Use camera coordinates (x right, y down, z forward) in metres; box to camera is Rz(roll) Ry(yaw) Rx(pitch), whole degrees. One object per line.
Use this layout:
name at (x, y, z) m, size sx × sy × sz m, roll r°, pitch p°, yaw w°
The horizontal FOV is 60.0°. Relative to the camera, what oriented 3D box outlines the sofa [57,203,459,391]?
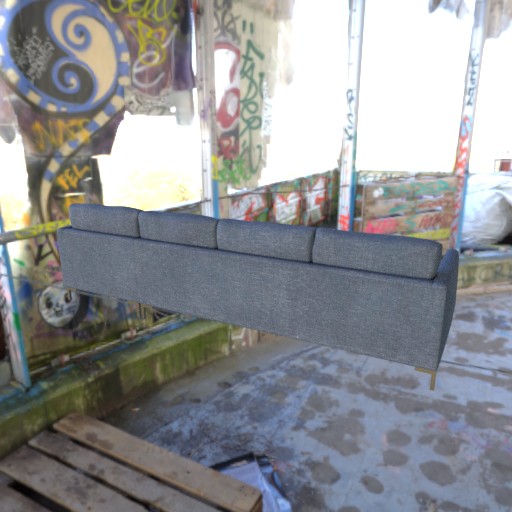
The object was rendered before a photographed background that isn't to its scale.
sofa at (0.000, 0.000, 3.484) m, size 2.932 × 0.810 × 1.350 m, roll 8°, pitch 18°, yaw 27°
